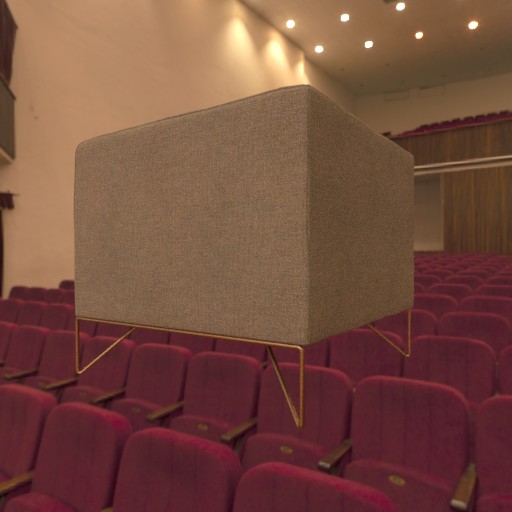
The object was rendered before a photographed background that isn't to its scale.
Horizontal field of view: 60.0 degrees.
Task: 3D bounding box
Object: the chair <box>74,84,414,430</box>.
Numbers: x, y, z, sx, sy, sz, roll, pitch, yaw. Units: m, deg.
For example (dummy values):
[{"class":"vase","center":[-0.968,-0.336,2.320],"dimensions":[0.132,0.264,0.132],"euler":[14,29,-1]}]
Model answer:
[{"class":"chair","center":[0.000,0.000,1.617],"dimensions":[0.912,0.799,0.920],"euler":[0,0,34]}]
